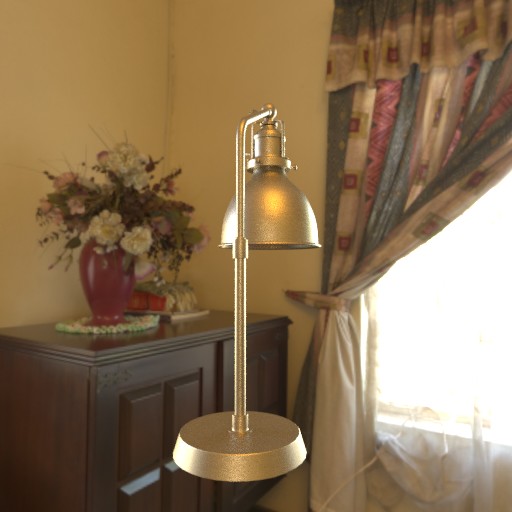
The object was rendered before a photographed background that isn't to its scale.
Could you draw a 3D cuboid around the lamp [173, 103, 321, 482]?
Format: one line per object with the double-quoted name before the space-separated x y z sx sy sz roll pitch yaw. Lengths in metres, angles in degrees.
"lamp" 0.000 0.000 0.585 0.153 0.456 0.286 -1 -2 16
